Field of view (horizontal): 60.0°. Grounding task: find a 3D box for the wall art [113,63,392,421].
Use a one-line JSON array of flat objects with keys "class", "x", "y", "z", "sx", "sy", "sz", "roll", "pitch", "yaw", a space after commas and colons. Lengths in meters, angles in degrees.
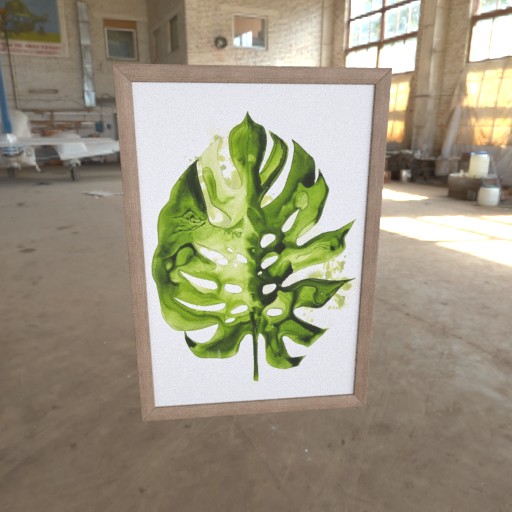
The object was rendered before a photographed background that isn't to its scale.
[{"class": "wall art", "x": 0.000, "y": 0.000, "z": 0.644, "sx": 0.356, "sy": 0.509, "sz": 0.031, "roll": -2, "pitch": 16, "yaw": -6}]
